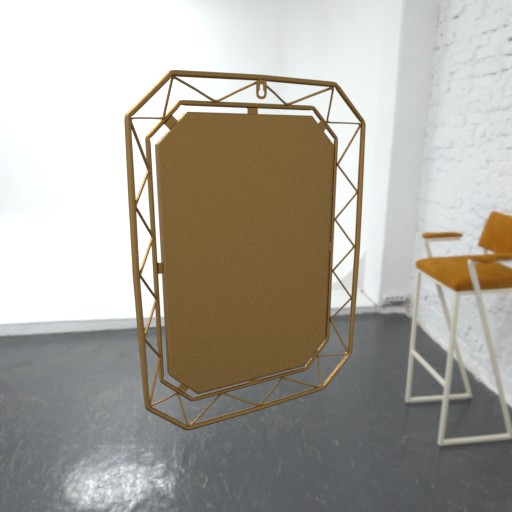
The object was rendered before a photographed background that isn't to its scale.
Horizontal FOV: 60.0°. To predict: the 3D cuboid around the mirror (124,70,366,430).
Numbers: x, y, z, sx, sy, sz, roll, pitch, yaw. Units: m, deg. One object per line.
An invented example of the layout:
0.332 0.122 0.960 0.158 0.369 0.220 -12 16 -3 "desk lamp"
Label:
0.000 0.000 0.745 0.417 0.566 0.042 -7 16 -27 "mirror"
